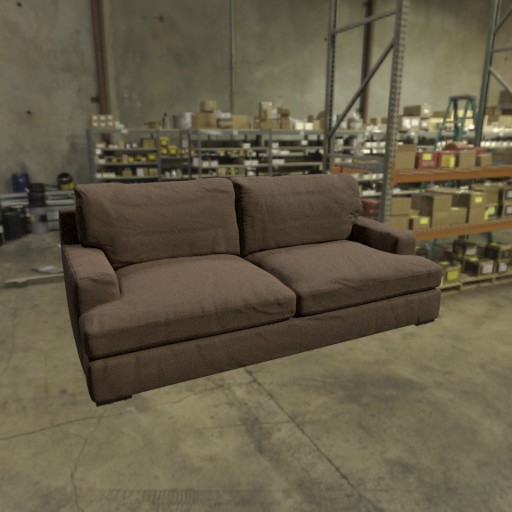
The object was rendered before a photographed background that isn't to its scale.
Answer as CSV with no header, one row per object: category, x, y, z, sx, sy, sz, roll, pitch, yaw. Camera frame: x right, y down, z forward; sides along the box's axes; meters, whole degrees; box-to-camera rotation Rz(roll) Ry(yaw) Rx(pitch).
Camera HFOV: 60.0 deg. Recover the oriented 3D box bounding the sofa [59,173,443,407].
sofa,0.000,0.000,2.872,2.274,0.950,1.140,-8,17,-25
